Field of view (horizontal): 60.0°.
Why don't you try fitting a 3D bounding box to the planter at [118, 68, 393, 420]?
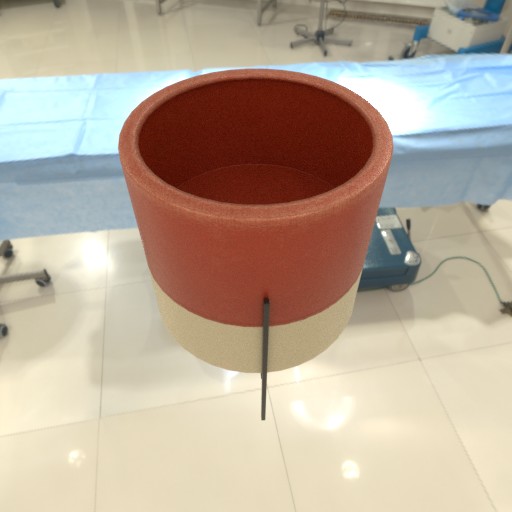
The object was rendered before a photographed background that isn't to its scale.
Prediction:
[{"bbox_3d":[0.000,0.000,0.725,0.345,0.465,0.354,-3,47,-3],"label":"planter"}]
